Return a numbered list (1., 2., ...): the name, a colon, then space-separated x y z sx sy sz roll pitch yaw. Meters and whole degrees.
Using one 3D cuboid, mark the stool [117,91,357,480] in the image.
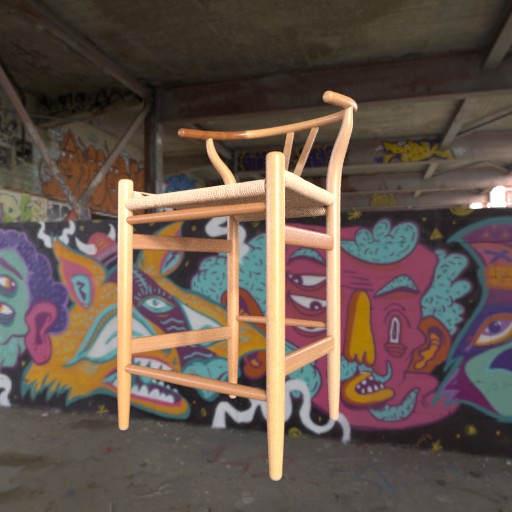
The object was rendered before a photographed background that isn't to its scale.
1. stool: 0.000 0.000 1.270 0.536 0.923 0.575 -1 -2 35
